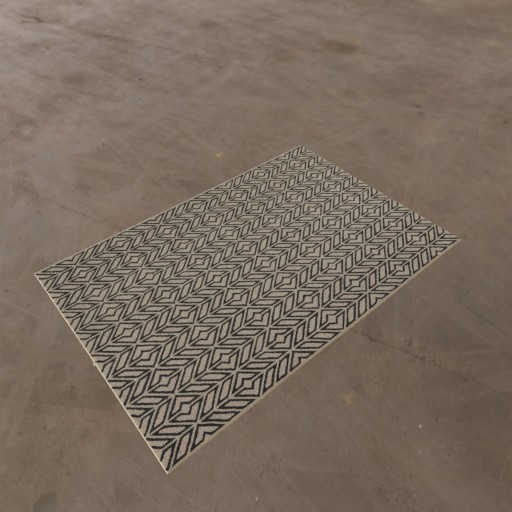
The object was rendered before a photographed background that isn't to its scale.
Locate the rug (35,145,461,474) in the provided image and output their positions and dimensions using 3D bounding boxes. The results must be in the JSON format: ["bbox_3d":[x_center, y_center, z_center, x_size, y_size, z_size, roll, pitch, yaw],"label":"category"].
[{"bbox_3d":[0.000,0.000,2.268,1.828,0.007,1.220,-31,53,-27],"label":"rug"}]
